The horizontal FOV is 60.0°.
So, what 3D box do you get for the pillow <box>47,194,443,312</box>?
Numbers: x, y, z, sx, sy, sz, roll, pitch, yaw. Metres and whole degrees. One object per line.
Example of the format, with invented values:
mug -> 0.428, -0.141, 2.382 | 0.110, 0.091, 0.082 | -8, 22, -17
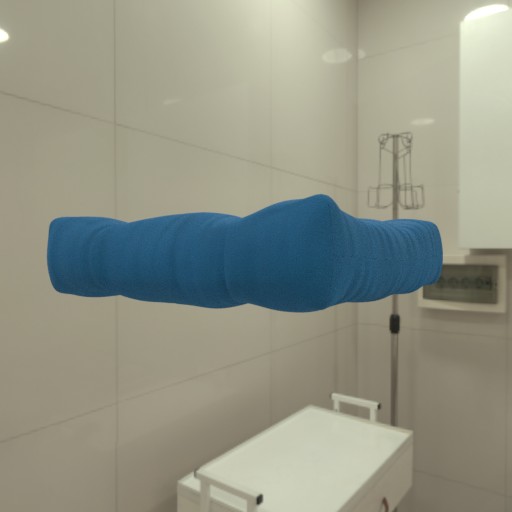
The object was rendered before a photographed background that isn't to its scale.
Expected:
pillow -> 0.000, 0.000, 0.725 | 0.490, 0.128, 0.468 | 0, 1, 35
